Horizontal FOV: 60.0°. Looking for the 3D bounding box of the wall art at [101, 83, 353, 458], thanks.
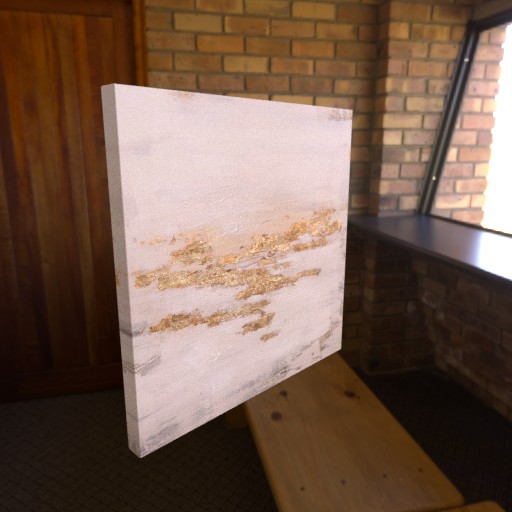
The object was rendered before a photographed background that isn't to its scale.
[{"bbox_3d":[0.000,0.000,0.922,0.040,0.613,0.611,13,19,43],"label":"wall art"}]
